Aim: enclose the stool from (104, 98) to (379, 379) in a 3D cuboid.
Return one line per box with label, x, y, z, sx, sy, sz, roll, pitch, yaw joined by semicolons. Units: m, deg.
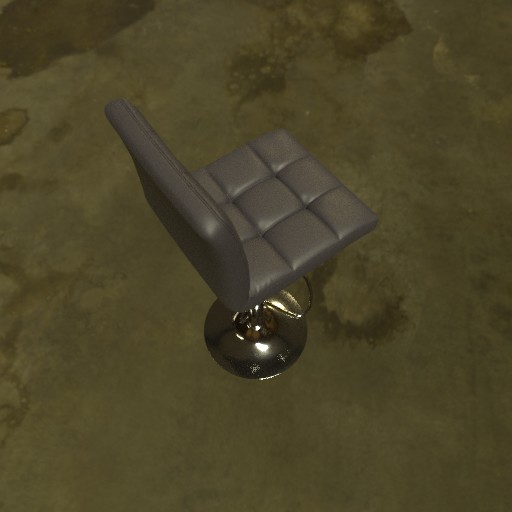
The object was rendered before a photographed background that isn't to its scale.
stool;0.000;0.000;1.352;0.505;1.115;0.430;-31;63;-18
